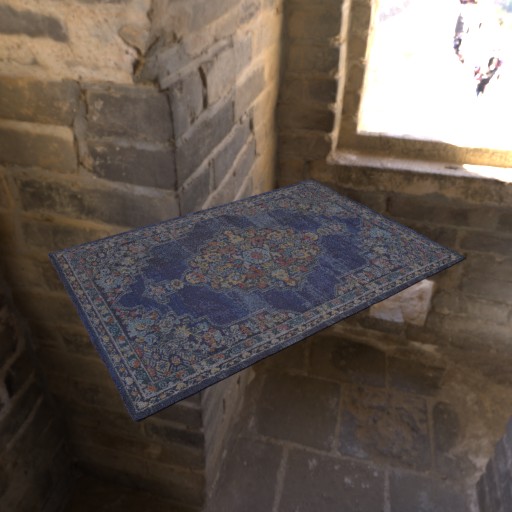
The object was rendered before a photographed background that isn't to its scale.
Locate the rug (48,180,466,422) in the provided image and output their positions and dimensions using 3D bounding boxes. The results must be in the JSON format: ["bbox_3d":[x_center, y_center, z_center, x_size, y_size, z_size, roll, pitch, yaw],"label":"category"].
[{"bbox_3d":[0.000,0.000,3.772,2.940,0.011,2.053,-20,37,-28],"label":"rug"}]
